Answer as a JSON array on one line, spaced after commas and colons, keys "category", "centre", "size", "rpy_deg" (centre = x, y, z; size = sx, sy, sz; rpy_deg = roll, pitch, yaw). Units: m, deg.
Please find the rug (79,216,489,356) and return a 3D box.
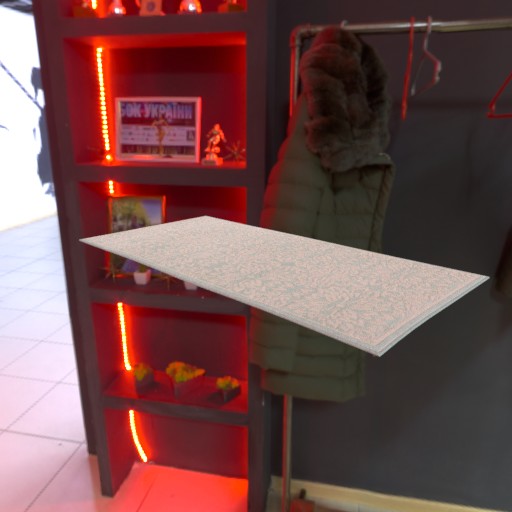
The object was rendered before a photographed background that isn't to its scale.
[{"category": "rug", "centre": [0.000, 0.000, 1.426], "size": [1.219, 0.007, 0.604], "rpy_deg": [15, 23, 42]}]
